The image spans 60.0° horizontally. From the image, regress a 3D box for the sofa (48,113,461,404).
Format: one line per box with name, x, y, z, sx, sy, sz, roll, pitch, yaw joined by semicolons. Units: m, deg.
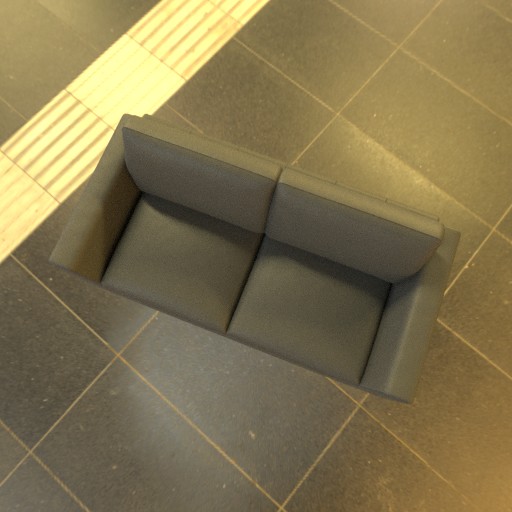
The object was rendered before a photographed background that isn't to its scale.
sofa;0.000;0.000;2.509;2.017;0.875;0.953;20;77;5
